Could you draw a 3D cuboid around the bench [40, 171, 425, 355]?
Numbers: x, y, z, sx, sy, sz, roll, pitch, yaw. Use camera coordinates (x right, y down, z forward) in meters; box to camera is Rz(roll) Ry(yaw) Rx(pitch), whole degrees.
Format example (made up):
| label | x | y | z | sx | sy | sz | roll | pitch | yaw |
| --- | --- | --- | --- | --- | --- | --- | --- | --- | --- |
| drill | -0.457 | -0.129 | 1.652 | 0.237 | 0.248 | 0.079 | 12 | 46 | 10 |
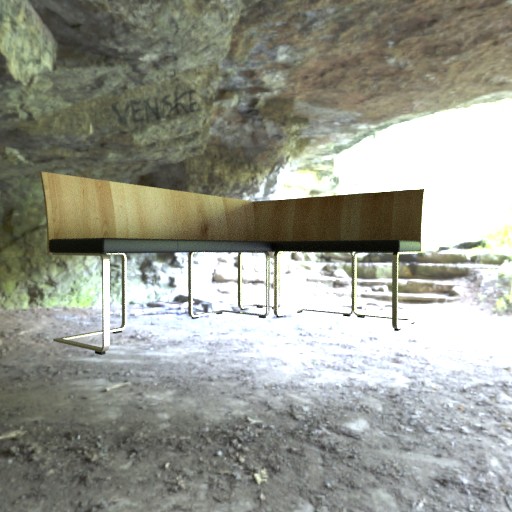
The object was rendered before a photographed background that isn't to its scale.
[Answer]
| label | x | y | z | sx | sy | sz | roll | pitch | yaw |
| --- | --- | --- | --- | --- | --- | --- | --- | --- | --- |
| bench | 0.000 | 0.000 | 2.762 | 1.495 | 0.930 | 1.945 | 1 | 1 | 36 |
